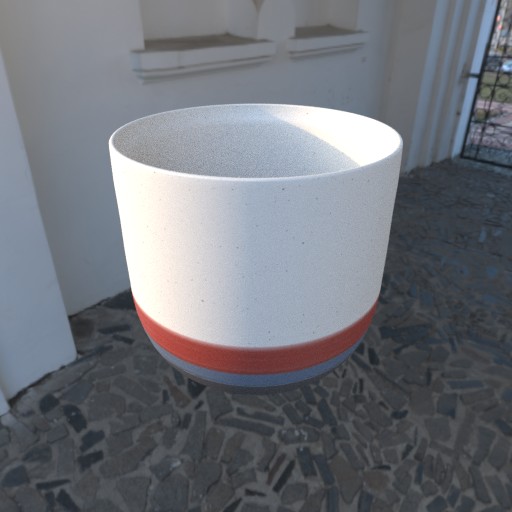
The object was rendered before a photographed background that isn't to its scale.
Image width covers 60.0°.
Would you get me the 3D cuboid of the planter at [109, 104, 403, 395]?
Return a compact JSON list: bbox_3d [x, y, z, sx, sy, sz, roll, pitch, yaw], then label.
[{"bbox_3d":[0.000,0.000,0.482,0.268,0.270,0.268,0,30,0],"label":"planter"}]
